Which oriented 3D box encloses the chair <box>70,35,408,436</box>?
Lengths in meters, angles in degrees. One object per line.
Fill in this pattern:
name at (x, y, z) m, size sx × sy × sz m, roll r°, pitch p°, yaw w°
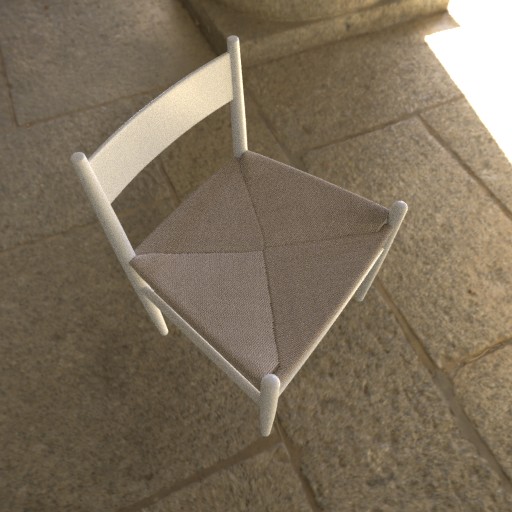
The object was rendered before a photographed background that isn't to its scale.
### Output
chair at (0.000, 0.000, 1.096) m, size 0.495 × 0.762 × 0.556 m, roll 33°, pitch 64°, yaw 18°
